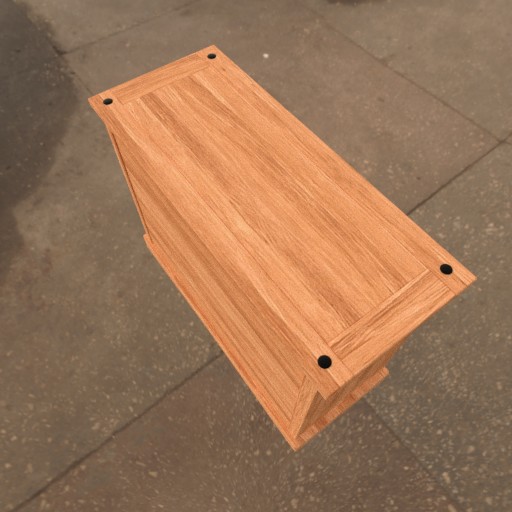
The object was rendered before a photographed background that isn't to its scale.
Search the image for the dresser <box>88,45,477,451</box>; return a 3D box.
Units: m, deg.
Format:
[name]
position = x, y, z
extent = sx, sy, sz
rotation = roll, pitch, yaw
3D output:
[dresser]
position = 0.000, 0.000, 1.372
extent = 0.410, 0.740, 0.990
rotation = -32, 64, -18
